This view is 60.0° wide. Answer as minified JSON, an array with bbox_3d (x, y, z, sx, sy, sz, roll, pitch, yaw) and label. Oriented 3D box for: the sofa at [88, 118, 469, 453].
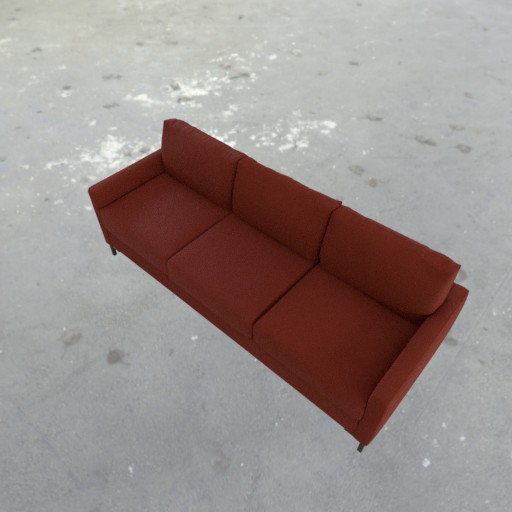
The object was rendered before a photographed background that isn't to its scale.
[{"bbox_3d":[0.000,0.000,2.720,2.252,0.879,0.875,33,55,27],"label":"sofa"}]
